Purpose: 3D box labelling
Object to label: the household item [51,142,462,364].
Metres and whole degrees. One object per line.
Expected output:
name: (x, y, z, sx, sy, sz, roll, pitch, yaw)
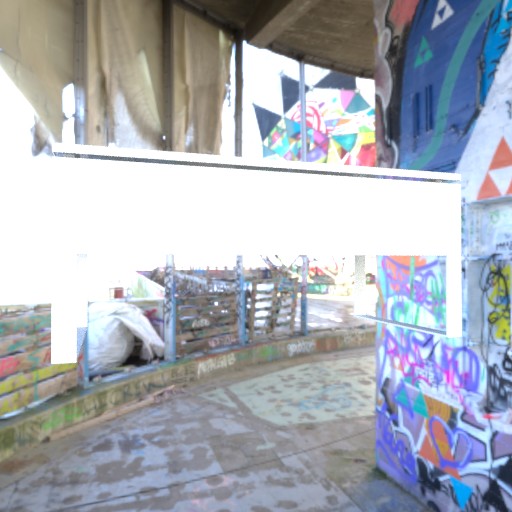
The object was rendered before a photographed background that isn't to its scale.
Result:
household item: (0.000, 0.000, 2.126, 1.700, 0.745, 0.800, 0, -1, -18)
